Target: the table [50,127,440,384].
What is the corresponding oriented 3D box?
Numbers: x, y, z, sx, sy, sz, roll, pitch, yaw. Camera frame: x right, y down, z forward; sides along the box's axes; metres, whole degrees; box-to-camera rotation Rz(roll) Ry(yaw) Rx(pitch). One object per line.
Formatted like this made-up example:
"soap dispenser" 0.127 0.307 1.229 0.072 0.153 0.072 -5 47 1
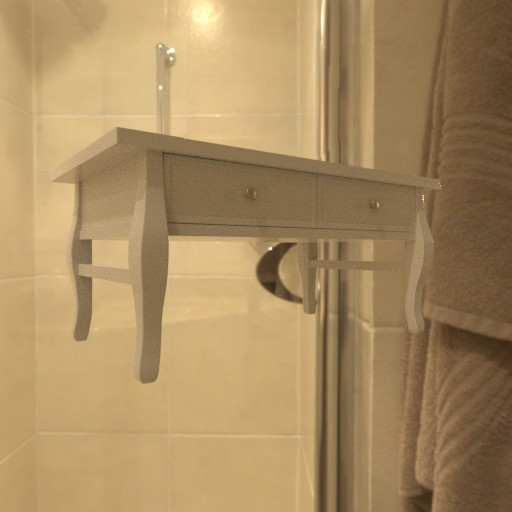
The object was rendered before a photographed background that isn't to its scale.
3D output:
"table" 0.000 0.000 1.372 1.062 0.495 0.600 -1 1 -36
